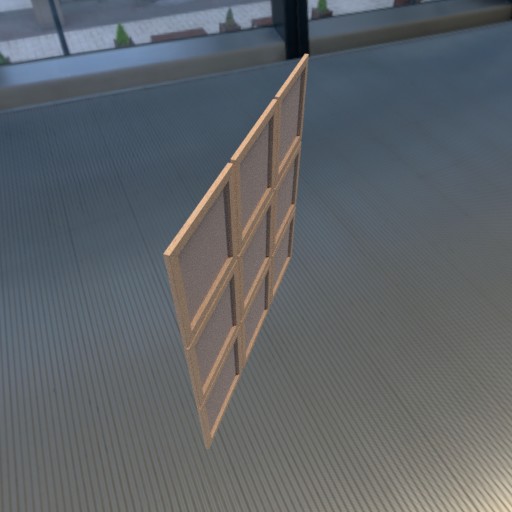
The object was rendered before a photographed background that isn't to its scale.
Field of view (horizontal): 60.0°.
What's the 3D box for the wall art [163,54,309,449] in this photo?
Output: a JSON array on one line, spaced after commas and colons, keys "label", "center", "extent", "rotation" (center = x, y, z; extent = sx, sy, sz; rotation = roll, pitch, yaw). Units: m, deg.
[{"label": "wall art", "center": [0.000, 0.000, 1.405], "extent": [0.012, 0.910, 0.917], "rotation": [15, 48, 14]}]
